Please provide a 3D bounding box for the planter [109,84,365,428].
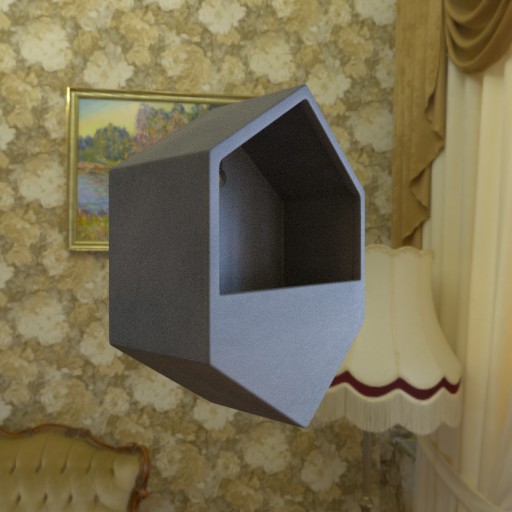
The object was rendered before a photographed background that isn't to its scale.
[{"bbox_3d":[0.000,0.000,0.289,0.077,0.206,0.169,0,0,38],"label":"planter"}]
